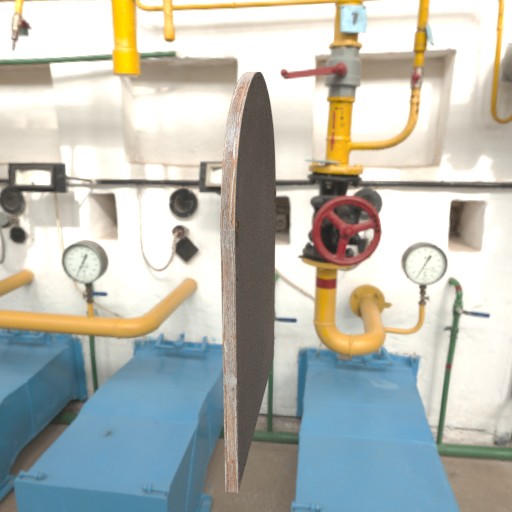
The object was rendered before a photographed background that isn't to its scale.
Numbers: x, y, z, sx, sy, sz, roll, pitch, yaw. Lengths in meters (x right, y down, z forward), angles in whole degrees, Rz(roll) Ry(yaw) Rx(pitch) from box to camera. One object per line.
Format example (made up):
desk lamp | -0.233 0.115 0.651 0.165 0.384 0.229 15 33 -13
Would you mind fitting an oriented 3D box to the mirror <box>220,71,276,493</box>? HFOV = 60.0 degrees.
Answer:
mirror | 0.000 0.000 1.191 0.032 0.920 0.660 2 14 9
